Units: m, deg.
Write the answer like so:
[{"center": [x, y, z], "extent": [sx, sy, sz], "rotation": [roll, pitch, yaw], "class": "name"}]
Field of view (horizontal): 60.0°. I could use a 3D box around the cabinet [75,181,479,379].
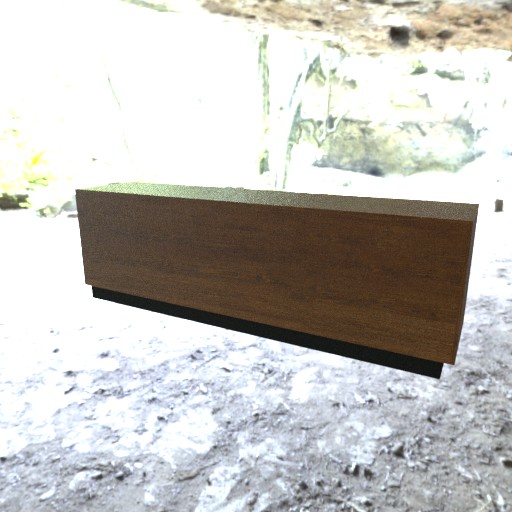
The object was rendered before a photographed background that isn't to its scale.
[{"center": [0.000, 0.000, 1.846], "extent": [1.600, 0.510, 0.419], "rotation": [8, 17, 27], "class": "cabinet"}]
